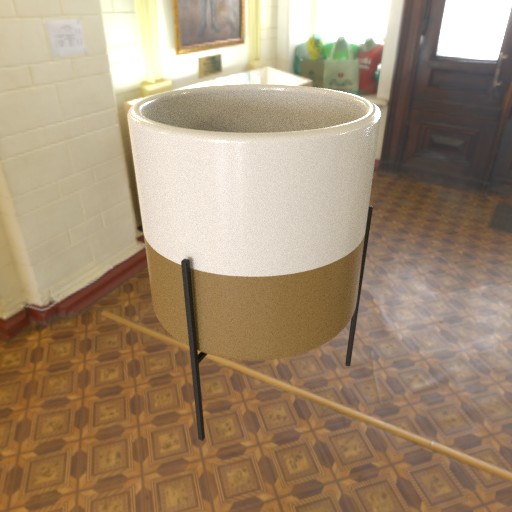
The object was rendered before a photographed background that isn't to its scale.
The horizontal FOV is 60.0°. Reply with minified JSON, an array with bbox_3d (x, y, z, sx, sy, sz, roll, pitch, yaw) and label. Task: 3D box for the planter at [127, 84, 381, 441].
[{"bbox_3d":[0.000,0.000,0.649,0.310,0.432,0.310,-9,31,-15],"label":"planter"}]
